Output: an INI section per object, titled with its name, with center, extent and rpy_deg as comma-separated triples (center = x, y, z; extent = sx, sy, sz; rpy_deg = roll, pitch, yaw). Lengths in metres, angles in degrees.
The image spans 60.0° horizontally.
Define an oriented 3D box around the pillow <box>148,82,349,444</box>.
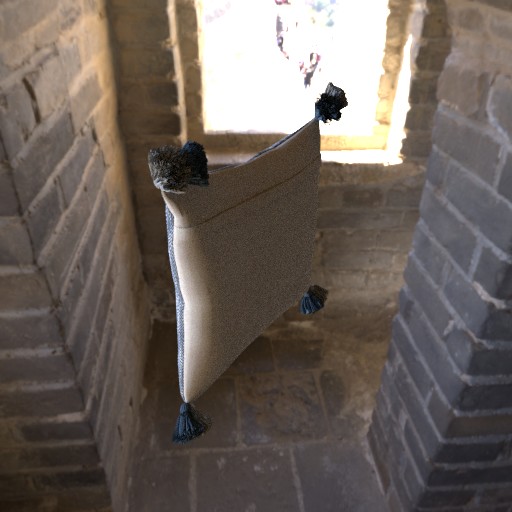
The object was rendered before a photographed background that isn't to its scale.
[pillow]
center = 0.000, 0.000, 0.940
extent = 0.138, 0.634, 0.614
rpy_deg = 21, 38, 30
